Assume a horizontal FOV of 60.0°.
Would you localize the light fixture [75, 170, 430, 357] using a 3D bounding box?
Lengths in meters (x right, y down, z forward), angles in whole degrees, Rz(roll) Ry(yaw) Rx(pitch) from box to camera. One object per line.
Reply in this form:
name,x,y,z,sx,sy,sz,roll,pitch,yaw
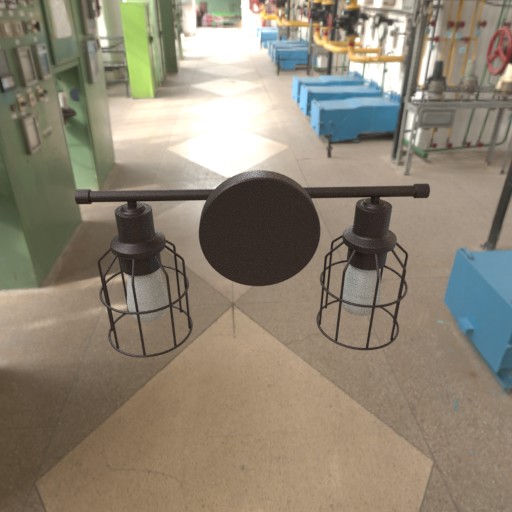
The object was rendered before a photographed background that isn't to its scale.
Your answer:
light fixture,0.000,0.000,0.526,0.406,0.254,0.165,-1,30,-2
